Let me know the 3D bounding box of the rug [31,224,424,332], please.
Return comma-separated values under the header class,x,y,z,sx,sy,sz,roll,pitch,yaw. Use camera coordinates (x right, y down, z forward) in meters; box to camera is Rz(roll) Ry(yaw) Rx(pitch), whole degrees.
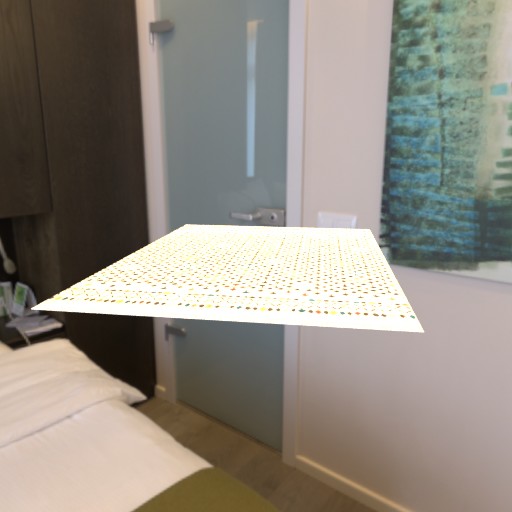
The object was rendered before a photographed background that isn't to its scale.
class,x,y,z,sx,sy,sz,roll,pitch,yaw
rug,0.000,0.000,2.013,1.146,0.006,1.556,2,14,9
